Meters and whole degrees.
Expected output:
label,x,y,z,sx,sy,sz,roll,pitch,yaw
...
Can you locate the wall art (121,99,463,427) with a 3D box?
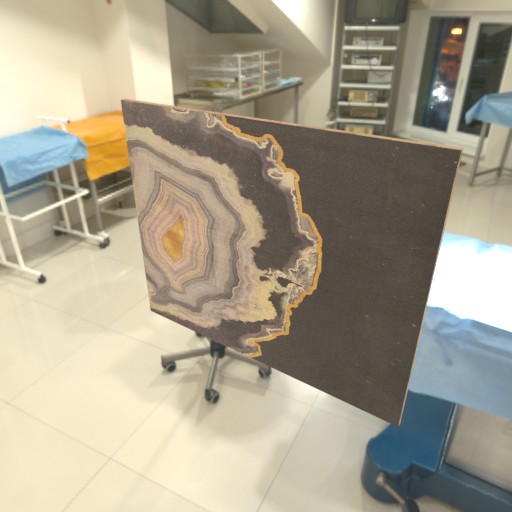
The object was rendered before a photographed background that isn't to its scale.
label,x,y,z,sx,sy,sz,roll,pitch,yaw
wall art,0.000,0.000,0.675,0.508,0.408,0.010,18,34,29
